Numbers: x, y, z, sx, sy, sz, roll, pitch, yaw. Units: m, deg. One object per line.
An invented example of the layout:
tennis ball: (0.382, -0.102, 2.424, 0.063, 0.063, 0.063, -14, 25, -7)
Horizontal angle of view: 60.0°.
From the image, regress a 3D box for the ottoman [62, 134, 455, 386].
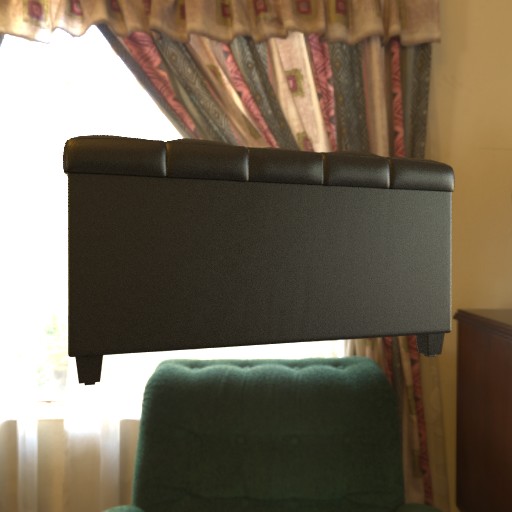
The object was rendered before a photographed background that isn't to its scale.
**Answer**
ottoman: (0.000, 0.000, 1.090, 0.838, 0.470, 0.432, 0, 0, -17)
